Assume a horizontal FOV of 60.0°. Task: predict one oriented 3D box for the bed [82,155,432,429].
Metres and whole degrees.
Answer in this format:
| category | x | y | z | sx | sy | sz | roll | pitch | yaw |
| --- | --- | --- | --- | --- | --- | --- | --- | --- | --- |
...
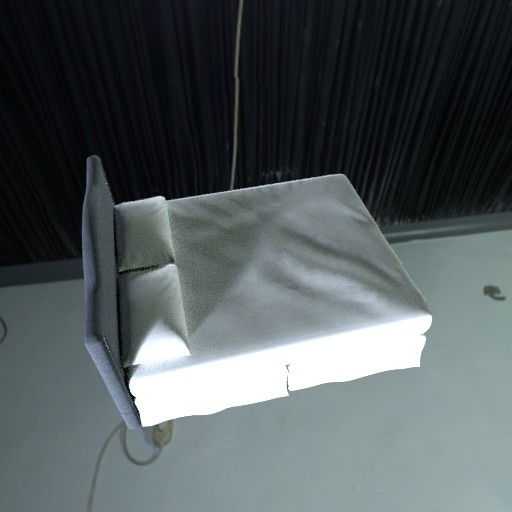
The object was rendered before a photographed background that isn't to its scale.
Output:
| category | x | y | z | sx | sy | sz | roll | pitch | yaw |
| --- | --- | --- | --- | --- | --- | --- | --- | --- | --- |
| bed | 0.000 | 0.000 | 4.068 | 2.689 | 1.457 | 2.161 | -10 | 48 | -9 |
